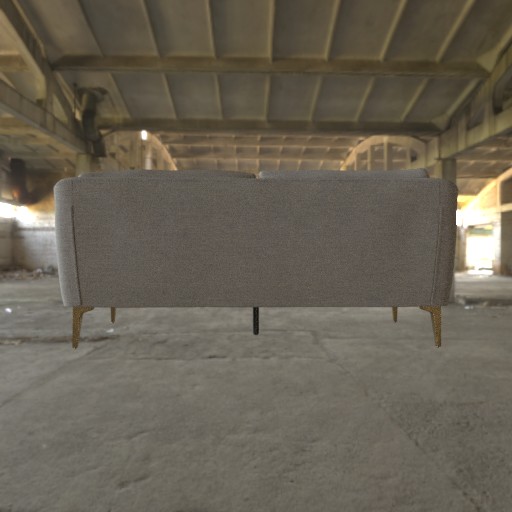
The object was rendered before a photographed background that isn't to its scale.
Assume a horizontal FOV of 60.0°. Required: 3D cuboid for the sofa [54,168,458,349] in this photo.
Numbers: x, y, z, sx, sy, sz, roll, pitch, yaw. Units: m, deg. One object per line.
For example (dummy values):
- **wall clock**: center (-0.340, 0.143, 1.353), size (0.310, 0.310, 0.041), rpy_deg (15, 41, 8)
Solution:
- **sofa**: center (0.000, 0.000, 2.566), size (2.036, 0.913, 0.980), rpy_deg (0, 0, -1)
